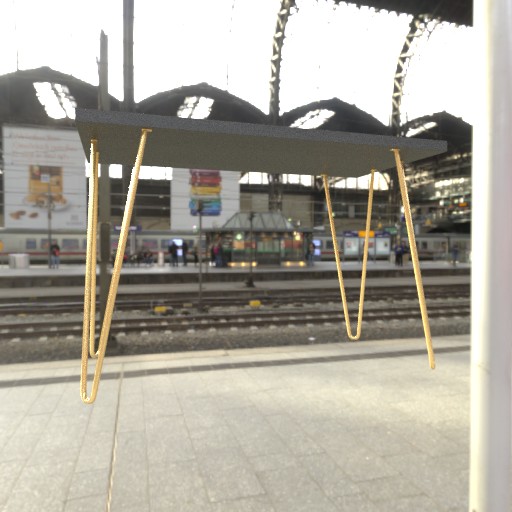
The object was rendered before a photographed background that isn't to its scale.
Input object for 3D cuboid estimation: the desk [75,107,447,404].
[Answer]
[{"bbox_3d":[0.000,0.000,1.361,0.991,0.660,0.499,0,1,-18],"label":"desk"}]
